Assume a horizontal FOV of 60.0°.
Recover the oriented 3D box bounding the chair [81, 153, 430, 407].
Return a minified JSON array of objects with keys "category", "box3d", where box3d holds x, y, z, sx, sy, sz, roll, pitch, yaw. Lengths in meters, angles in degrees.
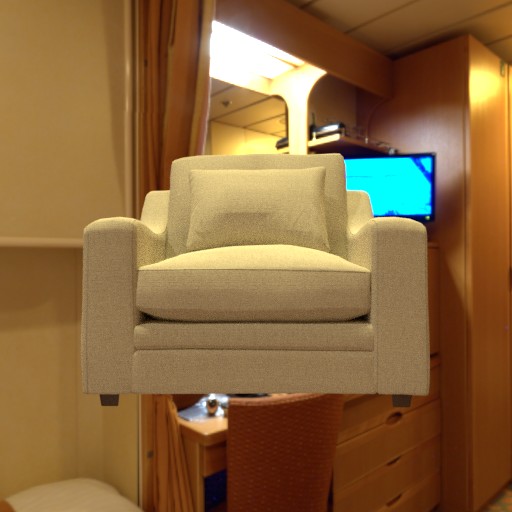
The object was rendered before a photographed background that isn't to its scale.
[{"category":"chair","box3d":[0.000,0.000,1.947,1.178,1.016,1.009,0,0,1]}]
